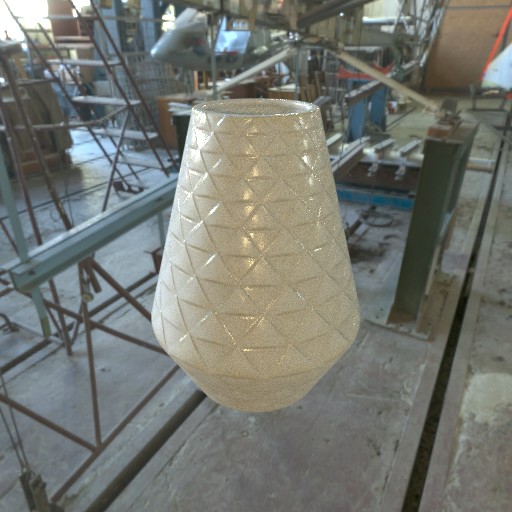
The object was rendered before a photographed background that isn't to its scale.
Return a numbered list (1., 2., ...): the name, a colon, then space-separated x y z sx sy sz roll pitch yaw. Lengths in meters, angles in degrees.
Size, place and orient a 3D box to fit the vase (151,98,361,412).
1. vase: 0.000 0.000 0.357 0.175 0.230 0.175 0 26 0
